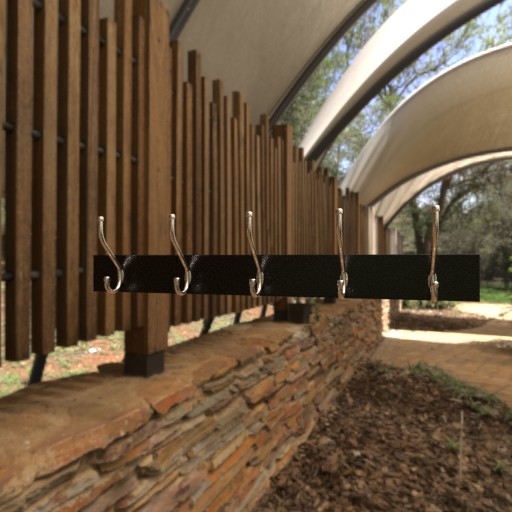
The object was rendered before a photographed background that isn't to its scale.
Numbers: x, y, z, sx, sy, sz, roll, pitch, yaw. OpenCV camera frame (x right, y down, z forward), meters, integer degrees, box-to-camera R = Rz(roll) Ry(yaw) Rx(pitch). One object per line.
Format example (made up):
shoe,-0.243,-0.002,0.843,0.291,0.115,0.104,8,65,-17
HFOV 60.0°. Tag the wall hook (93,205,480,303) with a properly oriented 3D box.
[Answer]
wall hook,0.000,0.000,0.618,0.571,0.117,0.071,0,0,18
